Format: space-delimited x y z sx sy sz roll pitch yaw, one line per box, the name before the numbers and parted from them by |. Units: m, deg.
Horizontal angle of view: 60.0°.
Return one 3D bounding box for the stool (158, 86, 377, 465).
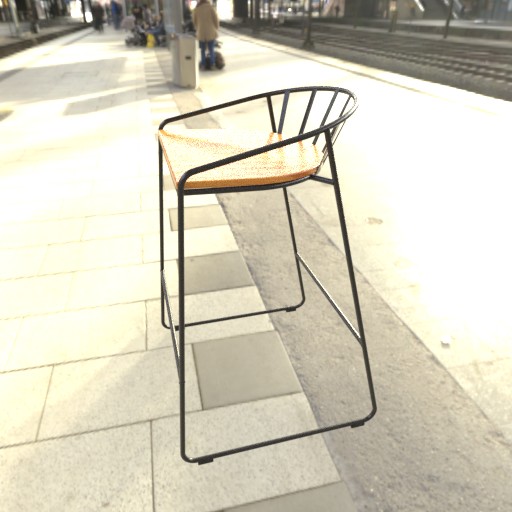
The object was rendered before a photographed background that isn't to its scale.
stool | 0.000 0.000 1.164 0.521 0.812 0.546 -8 30 -13
